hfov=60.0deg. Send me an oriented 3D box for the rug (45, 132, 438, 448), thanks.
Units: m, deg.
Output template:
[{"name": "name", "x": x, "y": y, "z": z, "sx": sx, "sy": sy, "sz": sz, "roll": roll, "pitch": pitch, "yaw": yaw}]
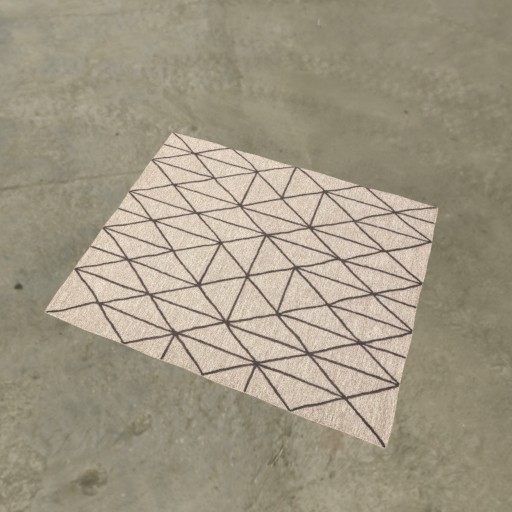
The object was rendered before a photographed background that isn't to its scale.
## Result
[{"name": "rug", "x": 0.000, "y": 0.000, "z": 4.201, "sx": 3.061, "sy": 0.022, "sz": 2.468, "roll": 18, "pitch": 59, "yaw": 11}]
